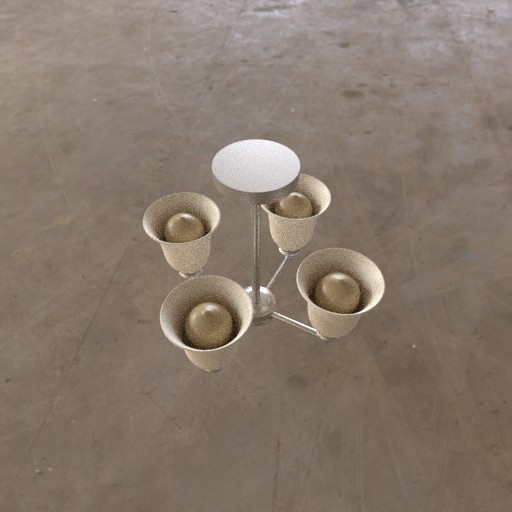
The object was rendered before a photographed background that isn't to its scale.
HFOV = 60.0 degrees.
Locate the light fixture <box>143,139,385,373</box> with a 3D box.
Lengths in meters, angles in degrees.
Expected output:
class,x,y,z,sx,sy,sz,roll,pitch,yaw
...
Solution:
class,x,y,z,sx,sy,sz,roll,pitch,yaw
light fixture,0.000,0.000,0.740,0.427,0.370,0.427,22,51,19
